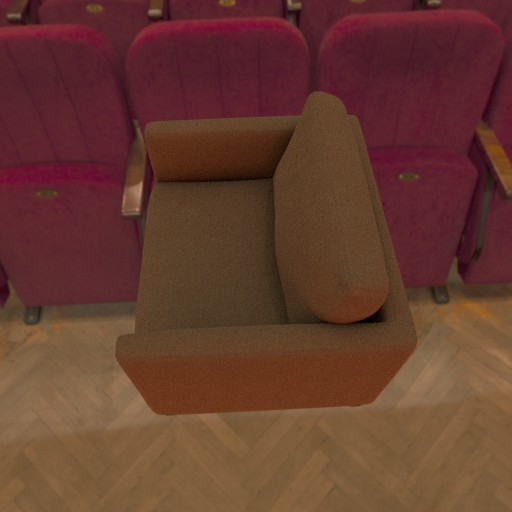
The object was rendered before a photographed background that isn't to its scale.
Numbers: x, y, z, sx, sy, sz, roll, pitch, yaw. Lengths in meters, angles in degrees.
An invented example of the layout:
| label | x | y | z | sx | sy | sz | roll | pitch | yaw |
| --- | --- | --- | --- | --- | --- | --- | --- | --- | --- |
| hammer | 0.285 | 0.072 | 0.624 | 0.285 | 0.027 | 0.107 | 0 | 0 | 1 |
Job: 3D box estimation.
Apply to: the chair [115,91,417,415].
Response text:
| label | x | y | z | sx | sy | sz | roll | pitch | yaw |
| --- | --- | --- | --- | --- | --- | --- | --- | --- | --- |
| chair | 0.000 | 0.000 | 1.844 | 0.959 | 0.963 | 1.107 | -2 | 56 | -2 |
